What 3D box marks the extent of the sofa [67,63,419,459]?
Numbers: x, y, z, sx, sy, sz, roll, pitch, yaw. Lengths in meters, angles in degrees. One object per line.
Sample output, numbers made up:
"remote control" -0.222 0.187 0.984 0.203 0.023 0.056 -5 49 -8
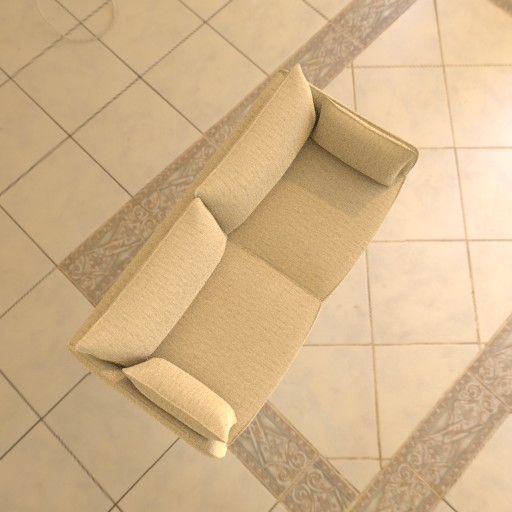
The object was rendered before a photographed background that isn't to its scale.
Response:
"sofa" 0.000 0.000 2.504 0.991 0.860 1.989 34 79 8
